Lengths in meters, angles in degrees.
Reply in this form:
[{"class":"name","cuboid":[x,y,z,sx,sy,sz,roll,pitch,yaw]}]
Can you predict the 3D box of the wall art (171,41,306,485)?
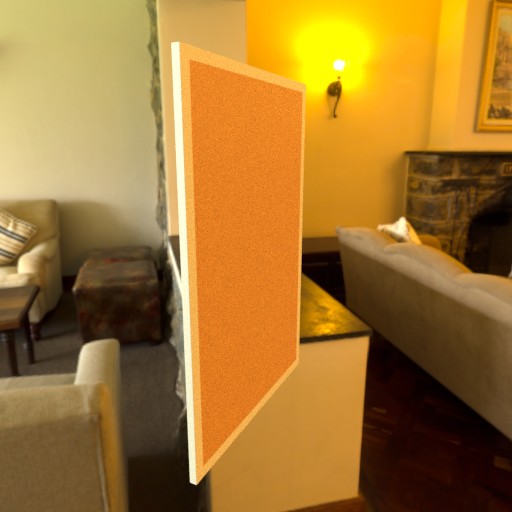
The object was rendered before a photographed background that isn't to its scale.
[{"class":"wall art","cuboid":[0.000,0.000,0.834,0.013,0.656,0.456,7,16,26]}]
